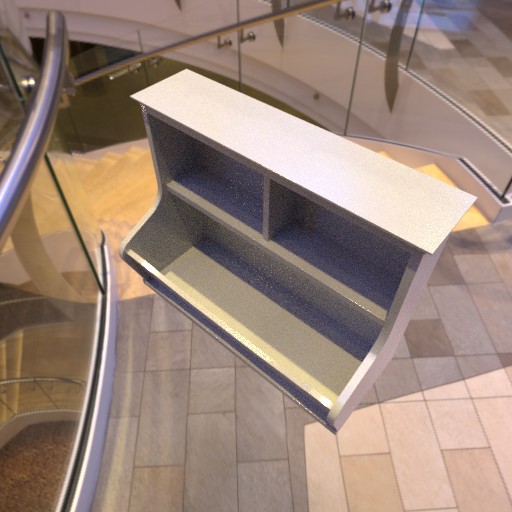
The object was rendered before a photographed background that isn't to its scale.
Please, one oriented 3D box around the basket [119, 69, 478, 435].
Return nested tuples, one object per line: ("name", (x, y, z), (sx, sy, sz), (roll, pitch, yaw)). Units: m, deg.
("basket", (0.000, 0.000, 1.124), (0.780, 0.600, 0.350), (33, 56, 26))
